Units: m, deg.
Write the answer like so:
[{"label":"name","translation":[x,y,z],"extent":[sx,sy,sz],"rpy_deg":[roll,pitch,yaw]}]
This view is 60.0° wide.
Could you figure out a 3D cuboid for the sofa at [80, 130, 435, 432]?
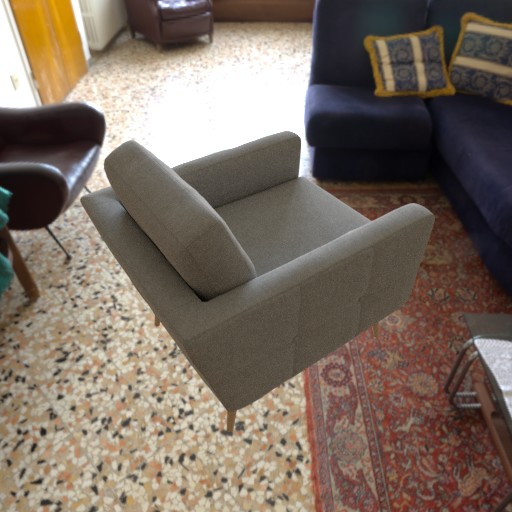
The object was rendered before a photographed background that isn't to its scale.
[{"label":"sofa","translation":[0.000,0.000,1.566],"extent":[0.920,0.860,0.770],"rpy_deg":[-25,47,-26]}]
